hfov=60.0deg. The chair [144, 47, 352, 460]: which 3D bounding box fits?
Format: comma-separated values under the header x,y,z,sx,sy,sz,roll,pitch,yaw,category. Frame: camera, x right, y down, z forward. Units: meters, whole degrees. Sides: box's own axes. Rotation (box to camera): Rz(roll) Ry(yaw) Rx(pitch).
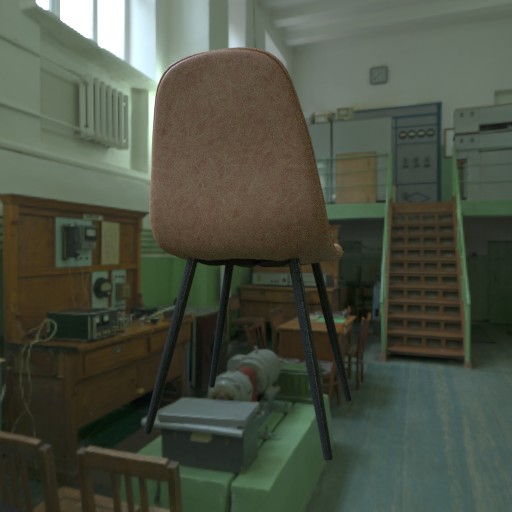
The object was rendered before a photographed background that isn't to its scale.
x,y,z,sx,sy,sz,roll,pitch,yaw,category
0.000,0.000,1.211,0.472,0.889,0.561,0,1,18,chair
